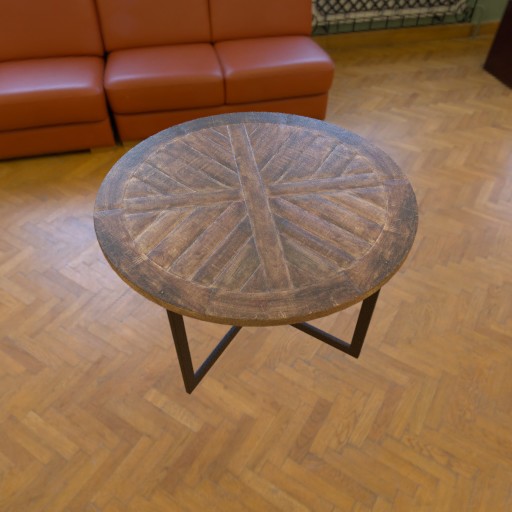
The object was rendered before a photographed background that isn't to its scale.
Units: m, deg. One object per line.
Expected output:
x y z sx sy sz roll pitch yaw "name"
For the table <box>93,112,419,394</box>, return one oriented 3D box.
0.000 0.000 2.050 1.264 0.762 1.264 0 46 0 "table"
